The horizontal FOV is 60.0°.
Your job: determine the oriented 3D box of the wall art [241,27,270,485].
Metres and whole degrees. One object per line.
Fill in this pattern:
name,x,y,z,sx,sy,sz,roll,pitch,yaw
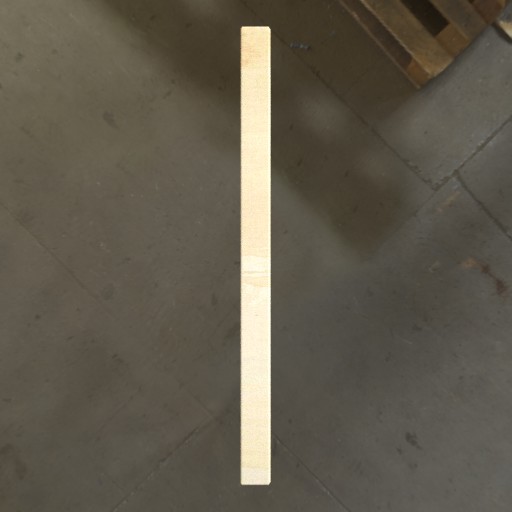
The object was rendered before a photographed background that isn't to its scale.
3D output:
wall art,0.000,0.000,0.794,0.040,0.402,0.613,0,90,0
